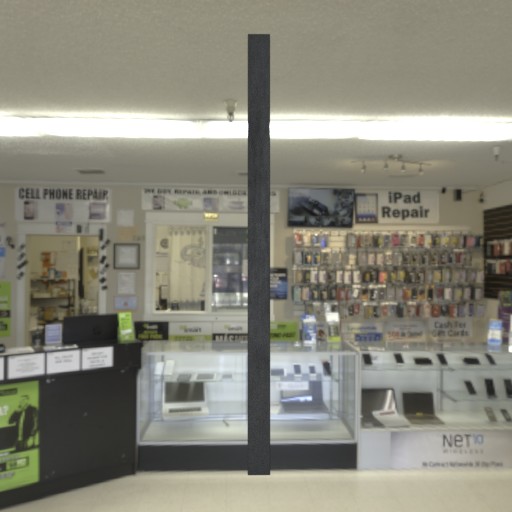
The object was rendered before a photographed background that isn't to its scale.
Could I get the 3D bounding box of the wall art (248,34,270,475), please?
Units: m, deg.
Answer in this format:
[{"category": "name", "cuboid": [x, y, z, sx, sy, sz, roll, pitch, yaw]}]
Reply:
[{"category": "wall art", "cuboid": [0.000, 0.000, 1.146, 0.039, 0.763, 0.763, 0, -1, -1]}]
